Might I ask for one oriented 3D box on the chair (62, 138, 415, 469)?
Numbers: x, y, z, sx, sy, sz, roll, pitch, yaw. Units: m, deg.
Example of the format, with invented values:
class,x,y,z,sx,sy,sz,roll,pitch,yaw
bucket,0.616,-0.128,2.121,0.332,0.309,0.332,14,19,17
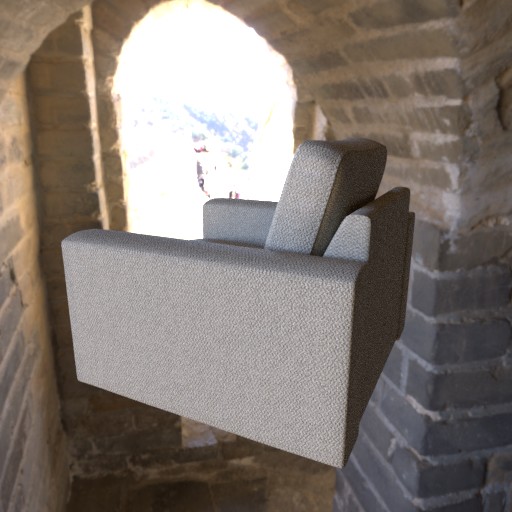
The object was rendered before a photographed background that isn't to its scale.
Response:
class,x,y,z,sx,sy,sz,roll,pitch,yaw
chair,0.000,0.000,1.699,1.016,0.873,1.005,8,18,26
